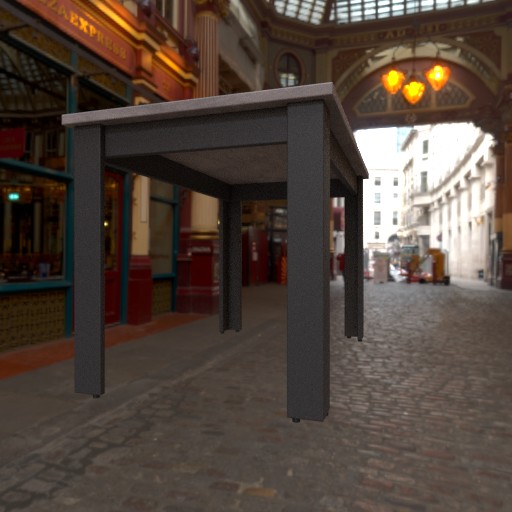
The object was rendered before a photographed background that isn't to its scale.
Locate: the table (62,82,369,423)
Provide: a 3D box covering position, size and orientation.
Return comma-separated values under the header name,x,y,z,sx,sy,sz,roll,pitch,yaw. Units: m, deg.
name,x,y,z,sx,sy,sz,roll,pitch,yaw
table,0.000,0.000,1.563,0.700,0.734,1.100,0,0,18
